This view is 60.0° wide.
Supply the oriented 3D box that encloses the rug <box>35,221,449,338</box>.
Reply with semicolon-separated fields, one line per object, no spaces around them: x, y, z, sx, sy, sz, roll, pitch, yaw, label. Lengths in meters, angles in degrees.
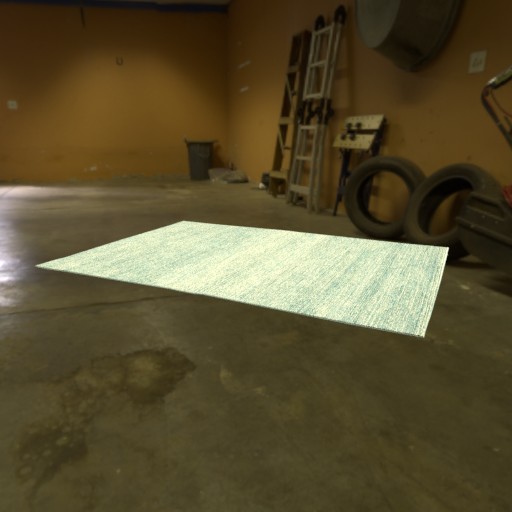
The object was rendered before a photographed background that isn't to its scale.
0.000;0.000;2.971;2.306;0.030;1.613;7;17;25;rug
